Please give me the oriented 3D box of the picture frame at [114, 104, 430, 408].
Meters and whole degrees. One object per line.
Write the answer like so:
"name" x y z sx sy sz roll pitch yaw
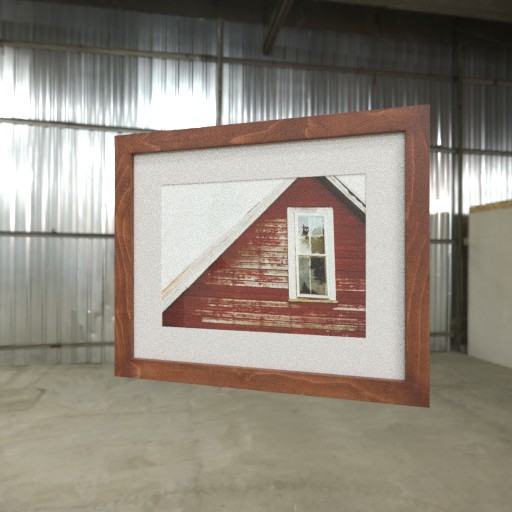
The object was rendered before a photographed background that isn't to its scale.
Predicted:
"picture frame" 0.000 0.000 0.767 0.559 0.457 0.025 0 0 18
